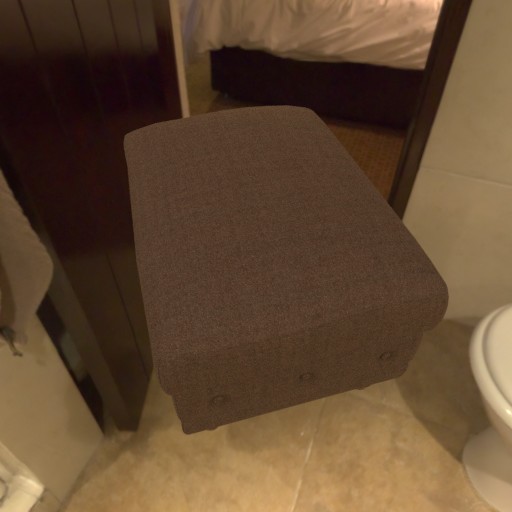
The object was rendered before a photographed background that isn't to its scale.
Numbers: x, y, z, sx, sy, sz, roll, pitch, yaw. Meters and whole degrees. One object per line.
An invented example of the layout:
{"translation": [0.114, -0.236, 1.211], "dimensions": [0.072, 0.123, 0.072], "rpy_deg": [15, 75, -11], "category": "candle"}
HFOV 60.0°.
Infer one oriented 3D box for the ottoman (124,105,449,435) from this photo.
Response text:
{"translation": [0.000, 0.000, 1.210], "dimensions": [0.599, 0.555, 0.809], "rpy_deg": [-11, 47, -11], "category": "ottoman"}
